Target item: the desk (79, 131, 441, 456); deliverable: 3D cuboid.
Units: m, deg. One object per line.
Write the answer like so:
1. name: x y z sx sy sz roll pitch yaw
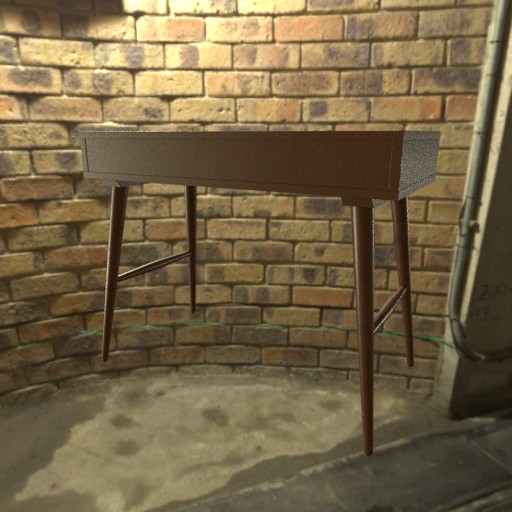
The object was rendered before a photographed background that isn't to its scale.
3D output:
1. desk: 0.000 0.000 1.401 0.949 0.758 0.510 9 18 29
